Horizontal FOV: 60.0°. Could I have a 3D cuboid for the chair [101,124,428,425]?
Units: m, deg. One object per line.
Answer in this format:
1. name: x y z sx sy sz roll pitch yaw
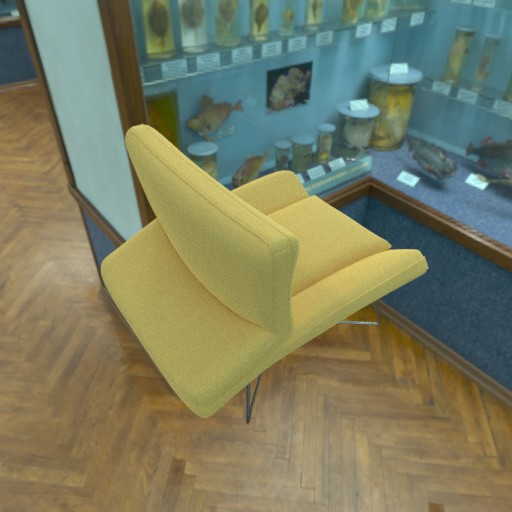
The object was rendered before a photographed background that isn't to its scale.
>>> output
1. chair: 0.000 0.000 1.664 1.008 0.855 0.859 -25 46 -27
